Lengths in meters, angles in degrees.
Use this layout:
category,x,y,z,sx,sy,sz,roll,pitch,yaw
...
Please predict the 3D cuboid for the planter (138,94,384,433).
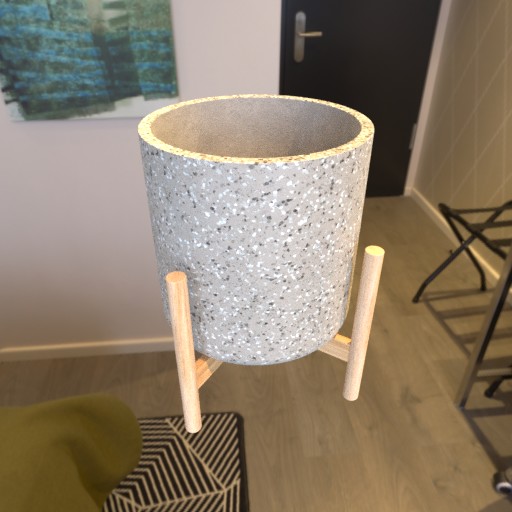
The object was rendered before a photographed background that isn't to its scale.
category,x,y,z,sx,sy,sz,roll,pitch,yaw
planter,0.000,0.000,0.694,0.360,0.419,0.360,-21,38,-30
